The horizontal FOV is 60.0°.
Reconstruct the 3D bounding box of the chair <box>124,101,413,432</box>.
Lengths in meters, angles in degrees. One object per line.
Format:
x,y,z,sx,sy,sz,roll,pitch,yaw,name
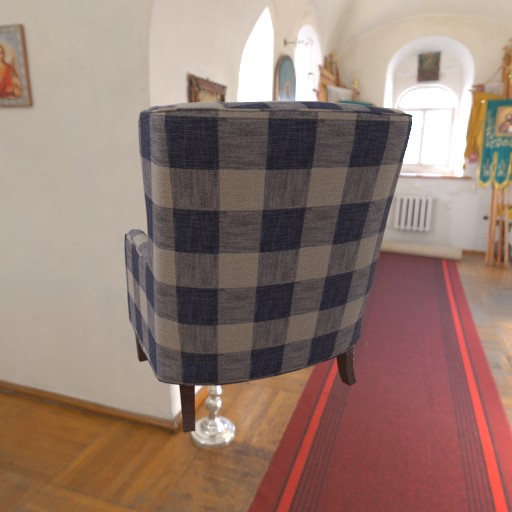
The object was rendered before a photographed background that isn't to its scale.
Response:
0.000,0.000,1.646,0.830,1.041,0.889,-7,17,-25,chair
